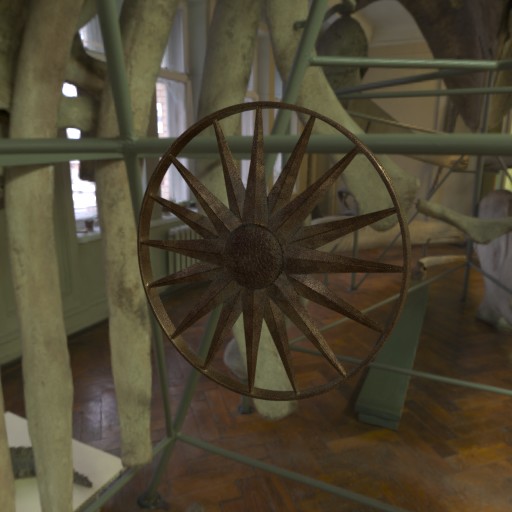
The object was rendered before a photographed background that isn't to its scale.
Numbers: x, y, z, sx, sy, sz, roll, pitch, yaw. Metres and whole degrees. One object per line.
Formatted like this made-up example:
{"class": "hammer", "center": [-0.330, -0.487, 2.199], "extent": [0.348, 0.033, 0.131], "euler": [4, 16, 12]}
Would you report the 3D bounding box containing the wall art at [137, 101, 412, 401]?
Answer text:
{"class": "wall art", "center": [0.000, 0.000, 0.877], "extent": [0.582, 0.583, 0.084], "euler": [7, 16, 26]}
